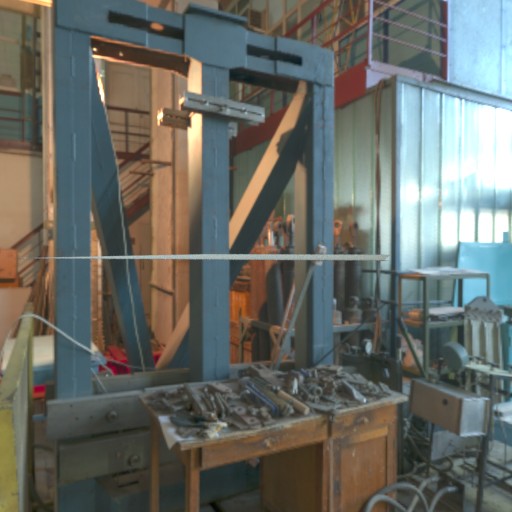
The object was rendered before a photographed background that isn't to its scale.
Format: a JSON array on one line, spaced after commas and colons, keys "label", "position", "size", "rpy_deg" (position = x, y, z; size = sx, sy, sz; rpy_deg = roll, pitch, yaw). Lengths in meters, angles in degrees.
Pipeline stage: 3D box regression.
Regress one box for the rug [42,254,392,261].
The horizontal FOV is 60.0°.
[{"label": "rug", "position": [0.000, 0.000, 4.182], "size": [2.439, 0.005, 3.201], "rpy_deg": [0, 1, 17]}]
